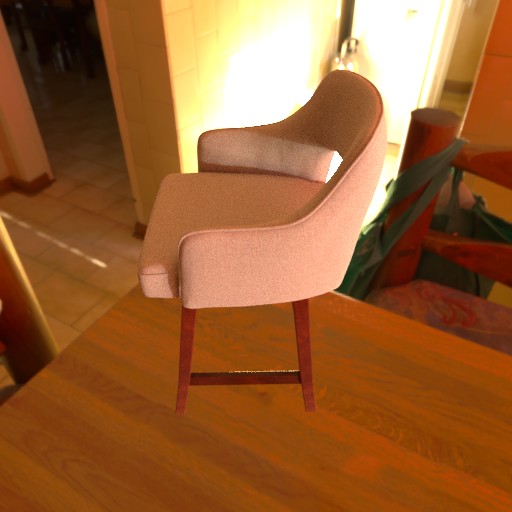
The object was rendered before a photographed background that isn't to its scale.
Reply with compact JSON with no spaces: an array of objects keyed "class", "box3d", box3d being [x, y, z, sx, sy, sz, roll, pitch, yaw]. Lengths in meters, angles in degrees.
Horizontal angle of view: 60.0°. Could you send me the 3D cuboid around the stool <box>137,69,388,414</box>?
[{"class":"stool","box3d":[0.000,0.000,1.263,0.560,0.936,0.550,-1,39,-1]}]
